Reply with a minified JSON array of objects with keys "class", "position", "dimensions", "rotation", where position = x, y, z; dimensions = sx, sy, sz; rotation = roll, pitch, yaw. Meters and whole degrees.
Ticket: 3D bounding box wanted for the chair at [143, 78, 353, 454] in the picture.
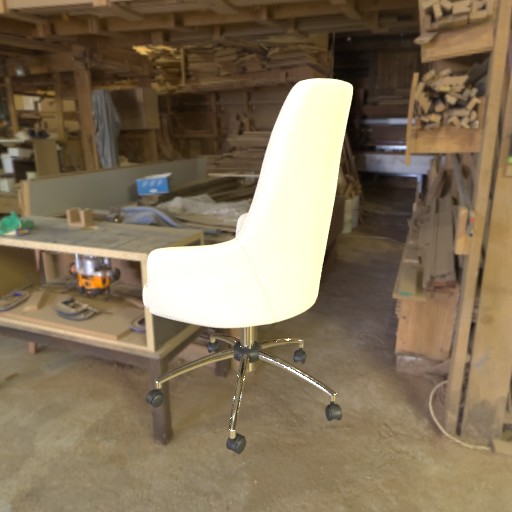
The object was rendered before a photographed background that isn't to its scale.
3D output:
[{"class":"chair","position":[0.000,0.000,1.451],"dimensions":[0.640,1.049,0.620],"rotation":[8,19,24]}]
